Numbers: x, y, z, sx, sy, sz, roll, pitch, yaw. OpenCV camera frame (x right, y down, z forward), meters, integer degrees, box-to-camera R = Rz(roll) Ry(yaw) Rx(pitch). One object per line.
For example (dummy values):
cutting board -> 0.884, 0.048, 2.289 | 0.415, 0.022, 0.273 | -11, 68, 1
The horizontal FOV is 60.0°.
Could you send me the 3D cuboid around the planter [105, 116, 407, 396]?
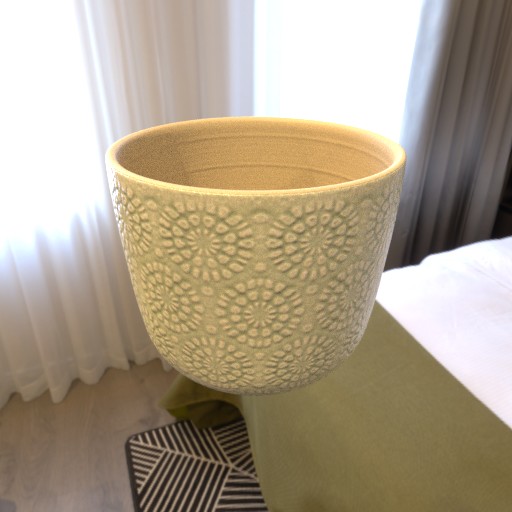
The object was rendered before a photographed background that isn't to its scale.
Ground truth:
planter -> 0.000, 0.000, 0.215 | 0.124, 0.109, 0.124 | 0, 28, 0
